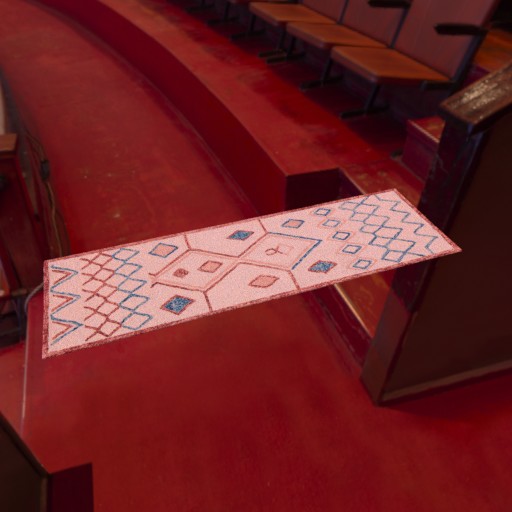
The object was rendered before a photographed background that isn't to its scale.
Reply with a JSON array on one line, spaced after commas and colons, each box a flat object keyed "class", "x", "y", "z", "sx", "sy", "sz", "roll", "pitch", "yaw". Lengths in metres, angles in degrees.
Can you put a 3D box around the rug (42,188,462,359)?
[{"class": "rug", "x": 0.000, "y": 0.000, "z": 2.696, "sx": 2.435, "sy": 0.011, "sz": 0.750, "roll": -13, "pitch": 43, "yaw": -14}]
